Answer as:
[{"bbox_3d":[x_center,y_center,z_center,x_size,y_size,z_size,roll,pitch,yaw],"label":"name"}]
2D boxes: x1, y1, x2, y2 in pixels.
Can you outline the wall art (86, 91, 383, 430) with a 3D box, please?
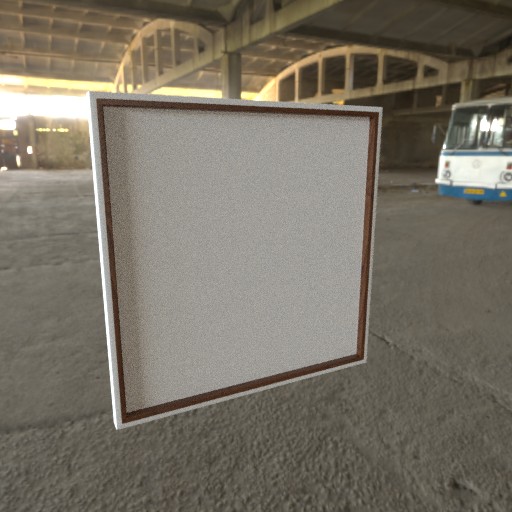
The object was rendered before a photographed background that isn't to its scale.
[{"bbox_3d":[0.000,0.000,1.141,0.757,0.757,0.037,-7,15,-26],"label":"wall art"}]
